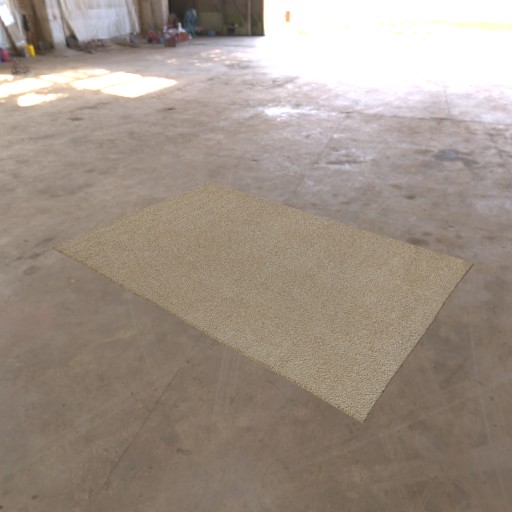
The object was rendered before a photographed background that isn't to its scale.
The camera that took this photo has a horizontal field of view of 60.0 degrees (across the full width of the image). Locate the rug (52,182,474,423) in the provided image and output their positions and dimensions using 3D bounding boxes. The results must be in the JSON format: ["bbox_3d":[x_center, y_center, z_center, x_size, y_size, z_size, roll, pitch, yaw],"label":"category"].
[{"bbox_3d":[0.000,0.000,3.405,2.699,0.025,1.800,22,37,32],"label":"rug"}]
